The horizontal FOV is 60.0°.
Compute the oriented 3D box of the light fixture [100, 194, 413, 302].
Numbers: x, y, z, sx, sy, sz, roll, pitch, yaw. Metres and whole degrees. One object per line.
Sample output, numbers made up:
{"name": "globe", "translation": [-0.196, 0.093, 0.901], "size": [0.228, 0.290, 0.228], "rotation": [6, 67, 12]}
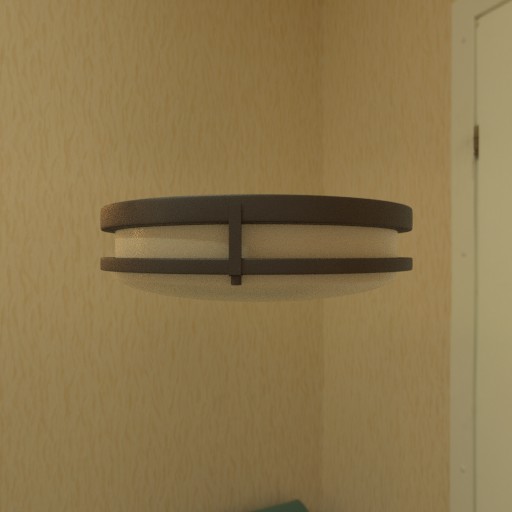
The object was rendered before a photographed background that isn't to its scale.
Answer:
{"name": "light fixture", "translation": [0.000, 0.000, 0.534], "size": [0.356, 0.102, 0.356], "rotation": [0, 0, 0]}
